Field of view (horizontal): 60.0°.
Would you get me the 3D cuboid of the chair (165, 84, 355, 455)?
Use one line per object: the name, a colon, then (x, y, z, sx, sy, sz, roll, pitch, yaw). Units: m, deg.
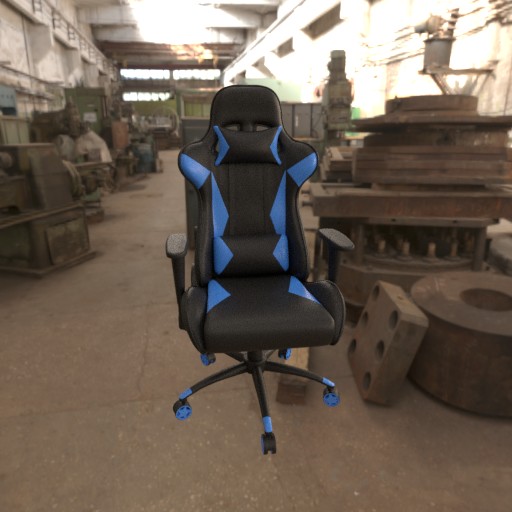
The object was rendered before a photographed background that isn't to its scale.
chair: (0.000, 0.000, 1.716, 0.695, 1.282, 0.730, -2, 17, -8)
